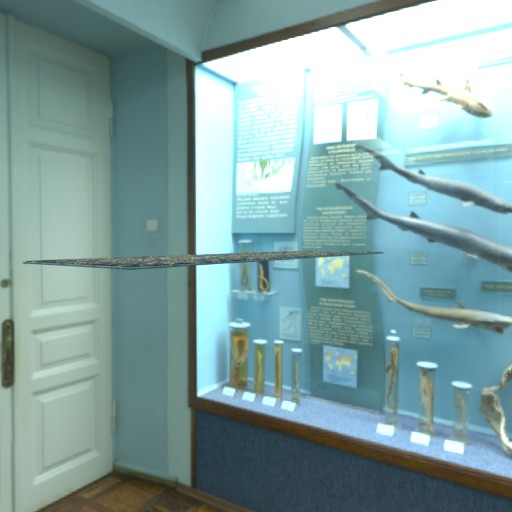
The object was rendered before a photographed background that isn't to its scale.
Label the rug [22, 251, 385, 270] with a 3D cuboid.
[{"bbox_3d":[0.000,0.000,2.522,0.685,0.014,2.292,1,2,36],"label":"rug"}]
